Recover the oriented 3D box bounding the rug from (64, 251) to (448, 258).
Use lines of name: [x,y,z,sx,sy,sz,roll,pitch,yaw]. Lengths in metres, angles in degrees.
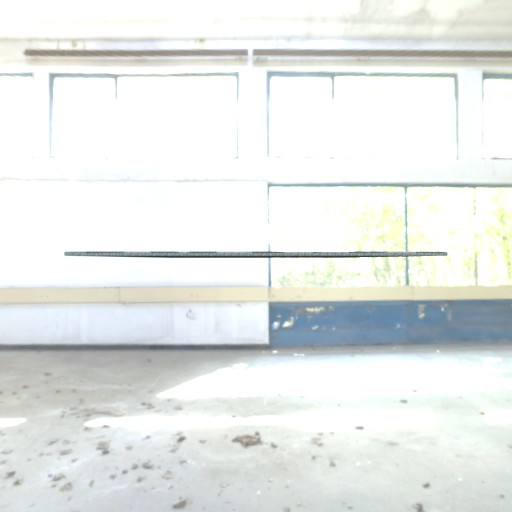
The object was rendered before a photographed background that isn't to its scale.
rug: [0.000,0.000,2.319,1.235,0.014,1.829,0,0,0]
